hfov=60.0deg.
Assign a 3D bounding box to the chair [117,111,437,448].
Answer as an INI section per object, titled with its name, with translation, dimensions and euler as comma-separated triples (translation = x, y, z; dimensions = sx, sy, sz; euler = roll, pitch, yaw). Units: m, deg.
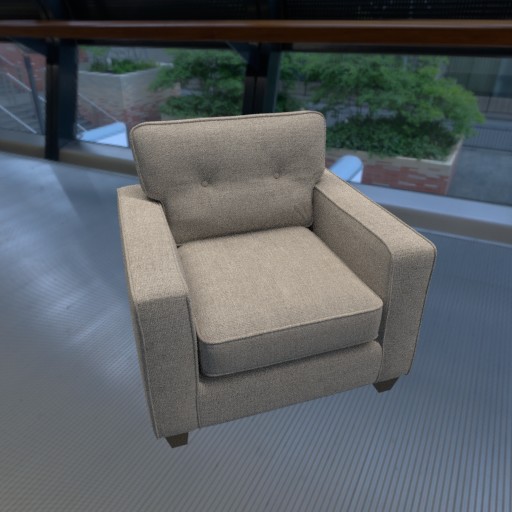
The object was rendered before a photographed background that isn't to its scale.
[chair]
translation = 0.000, 0.000, 1.775
dimensions = 1.015, 0.965, 0.939
euler = -9, 31, -16
